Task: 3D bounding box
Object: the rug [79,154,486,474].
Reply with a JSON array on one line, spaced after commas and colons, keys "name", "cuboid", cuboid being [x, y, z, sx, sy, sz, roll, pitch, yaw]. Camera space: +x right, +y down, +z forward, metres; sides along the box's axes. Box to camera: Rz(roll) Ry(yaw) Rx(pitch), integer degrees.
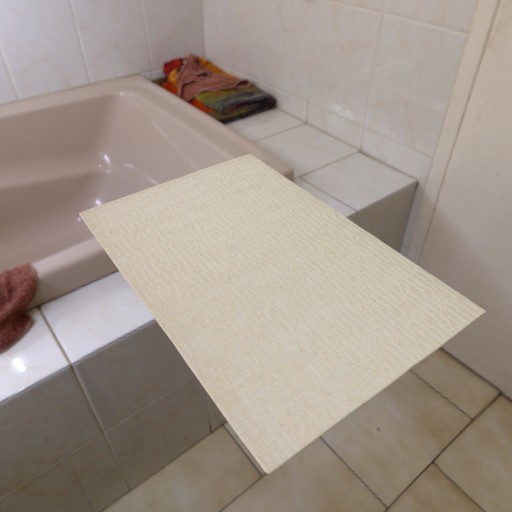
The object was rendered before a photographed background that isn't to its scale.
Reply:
[{"name": "rug", "cuboid": [0.000, 0.000, 2.293, 1.238, 0.014, 1.848, -25, 47, -26]}]
